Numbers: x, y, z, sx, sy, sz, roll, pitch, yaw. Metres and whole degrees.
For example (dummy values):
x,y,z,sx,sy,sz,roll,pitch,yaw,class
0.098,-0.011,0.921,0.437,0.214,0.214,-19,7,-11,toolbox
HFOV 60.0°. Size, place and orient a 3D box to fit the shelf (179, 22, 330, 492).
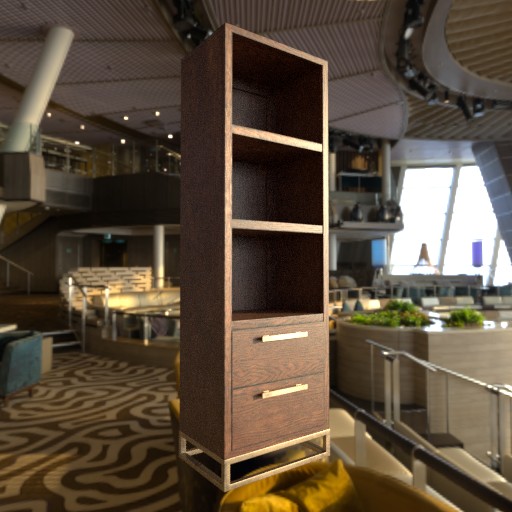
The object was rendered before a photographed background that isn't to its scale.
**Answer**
x,y,z,sx,sy,sz,roll,pitch,yaw,class
0.000,0.000,1.931,0.539,1.732,0.395,1,-2,-36,shelf
